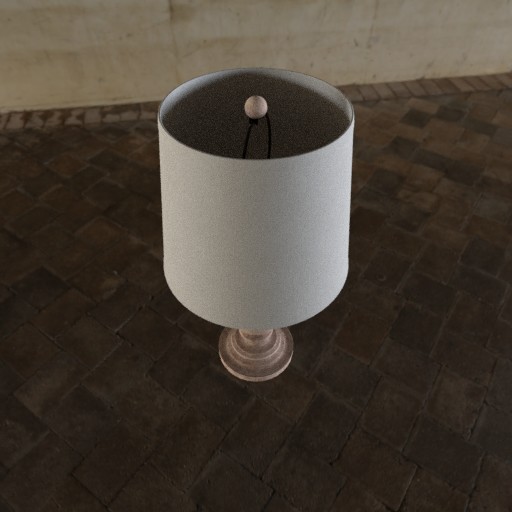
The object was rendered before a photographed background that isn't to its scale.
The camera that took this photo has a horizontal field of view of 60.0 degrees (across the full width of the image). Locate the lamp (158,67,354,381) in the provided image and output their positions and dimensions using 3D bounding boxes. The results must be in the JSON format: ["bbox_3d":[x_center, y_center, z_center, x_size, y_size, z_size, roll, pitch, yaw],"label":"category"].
[{"bbox_3d":[0.000,0.000,0.664,0.273,0.497,0.273,0,45,0],"label":"lamp"}]
